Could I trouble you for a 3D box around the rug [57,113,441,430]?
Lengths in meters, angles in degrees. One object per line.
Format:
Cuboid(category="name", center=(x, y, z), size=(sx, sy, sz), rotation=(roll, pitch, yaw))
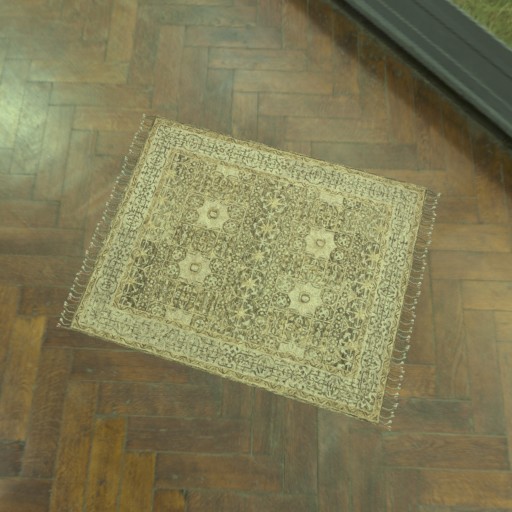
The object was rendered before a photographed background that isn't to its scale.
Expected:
Cuboid(category="rug", center=(0.000, 0.000, 4.419), size=(3.291, 0.017, 2.431), rotation=(16, 75, 4))
